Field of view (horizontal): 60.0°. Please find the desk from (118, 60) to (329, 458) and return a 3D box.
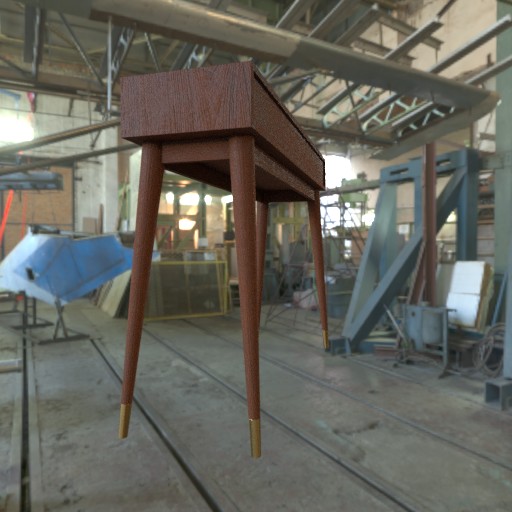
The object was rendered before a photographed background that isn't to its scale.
[{"bbox_3d":[0.000,0.000,1.647,0.384,0.917,1.204,0,1,17],"label":"desk"}]
